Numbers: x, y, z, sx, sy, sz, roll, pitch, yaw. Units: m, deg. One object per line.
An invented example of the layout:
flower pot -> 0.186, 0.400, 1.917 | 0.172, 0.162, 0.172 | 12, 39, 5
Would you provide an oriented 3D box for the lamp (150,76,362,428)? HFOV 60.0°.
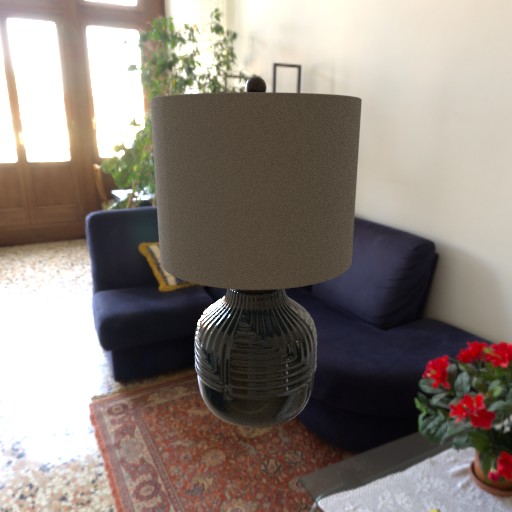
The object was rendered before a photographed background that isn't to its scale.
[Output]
lamp -> 0.000, 0.000, 0.752 | 0.318, 0.567, 0.318 | 0, 16, 0
